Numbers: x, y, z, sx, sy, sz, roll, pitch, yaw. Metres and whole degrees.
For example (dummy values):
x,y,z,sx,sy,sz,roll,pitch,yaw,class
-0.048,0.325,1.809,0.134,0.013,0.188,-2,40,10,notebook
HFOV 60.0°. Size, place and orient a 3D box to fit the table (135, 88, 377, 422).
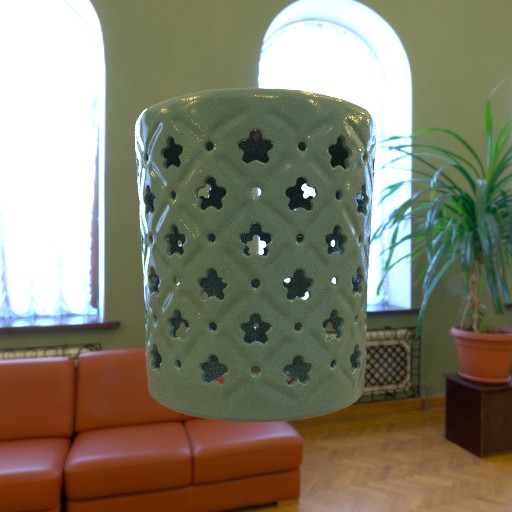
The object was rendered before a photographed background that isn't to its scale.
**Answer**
x,y,z,sx,sy,sz,roll,pitch,yaw,class
0.000,0.000,0.666,0.352,0.387,0.352,0,0,0,table
